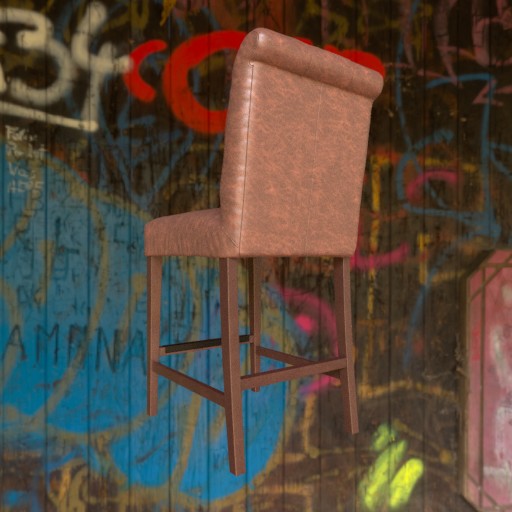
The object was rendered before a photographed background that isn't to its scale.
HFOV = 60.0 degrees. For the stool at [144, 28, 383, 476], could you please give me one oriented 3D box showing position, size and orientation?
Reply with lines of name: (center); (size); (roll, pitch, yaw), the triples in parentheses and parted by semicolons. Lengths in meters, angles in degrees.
stool: (0.000, 0.000, 1.404); (0.486, 1.084, 0.660); (0, 0, -37)
